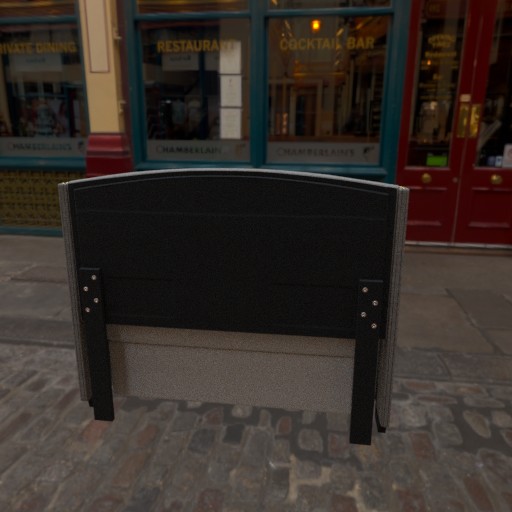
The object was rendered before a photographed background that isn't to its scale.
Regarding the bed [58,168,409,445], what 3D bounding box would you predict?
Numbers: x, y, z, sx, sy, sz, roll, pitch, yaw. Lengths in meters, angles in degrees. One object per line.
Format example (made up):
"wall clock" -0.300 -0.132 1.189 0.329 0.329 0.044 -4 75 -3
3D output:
"bed" 0.000 0.000 3.306 1.710 1.407 2.237 2 15 8
